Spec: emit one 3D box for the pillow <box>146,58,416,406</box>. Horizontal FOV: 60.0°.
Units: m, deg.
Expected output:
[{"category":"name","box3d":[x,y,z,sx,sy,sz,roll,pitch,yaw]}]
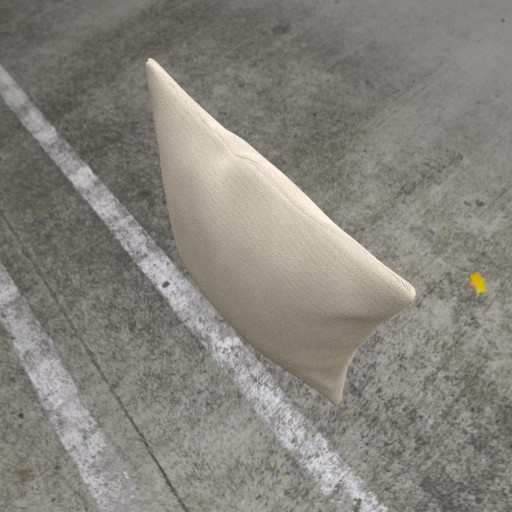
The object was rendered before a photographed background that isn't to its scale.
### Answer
[{"category":"pillow","box3d":[0.000,0.000,0.652,0.162,0.420,0.437,-35,65,-20]}]
